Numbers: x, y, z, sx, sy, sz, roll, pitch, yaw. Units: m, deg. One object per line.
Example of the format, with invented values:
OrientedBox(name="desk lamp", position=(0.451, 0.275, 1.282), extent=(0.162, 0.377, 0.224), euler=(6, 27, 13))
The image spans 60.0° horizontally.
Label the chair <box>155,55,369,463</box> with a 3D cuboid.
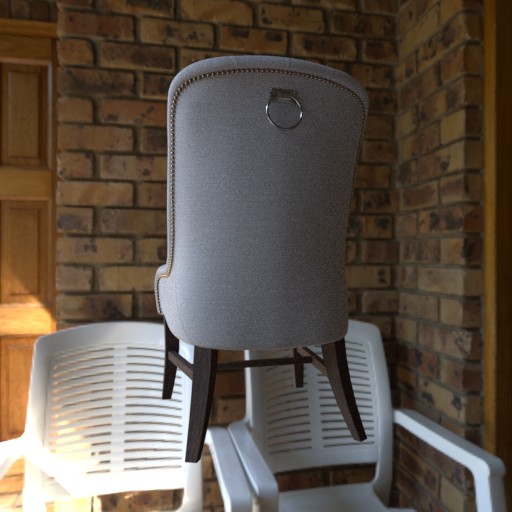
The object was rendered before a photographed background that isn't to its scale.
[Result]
OrientedBox(name="chair", position=(0.000, 0.000, 1.491), extent=(0.634, 1.091, 0.629), euler=(0, 0, -16))
